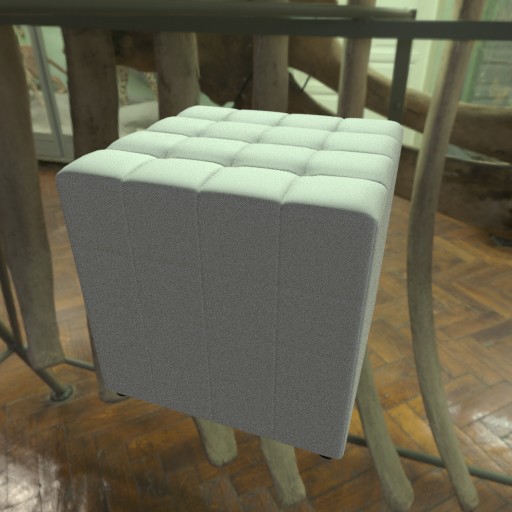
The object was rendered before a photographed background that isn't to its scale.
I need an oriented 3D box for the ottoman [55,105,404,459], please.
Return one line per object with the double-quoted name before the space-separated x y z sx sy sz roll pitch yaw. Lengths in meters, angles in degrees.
"ottoman" 0.000 0.000 0.797 0.425 0.432 0.425 10 32 17
